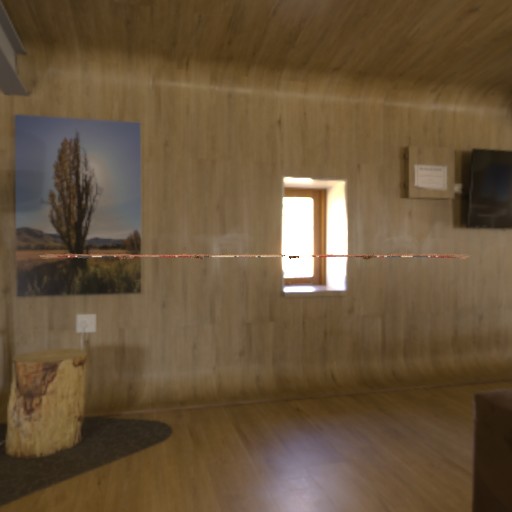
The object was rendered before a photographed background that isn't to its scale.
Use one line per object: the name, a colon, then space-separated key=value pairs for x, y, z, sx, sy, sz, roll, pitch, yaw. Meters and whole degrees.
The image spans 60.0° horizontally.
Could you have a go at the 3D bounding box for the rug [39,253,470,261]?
rug: x=0.000 y=0.000 z=2.666 sx=2.025 sy=0.040 sz=1.469 roll=0 pitch=0 yaw=1
